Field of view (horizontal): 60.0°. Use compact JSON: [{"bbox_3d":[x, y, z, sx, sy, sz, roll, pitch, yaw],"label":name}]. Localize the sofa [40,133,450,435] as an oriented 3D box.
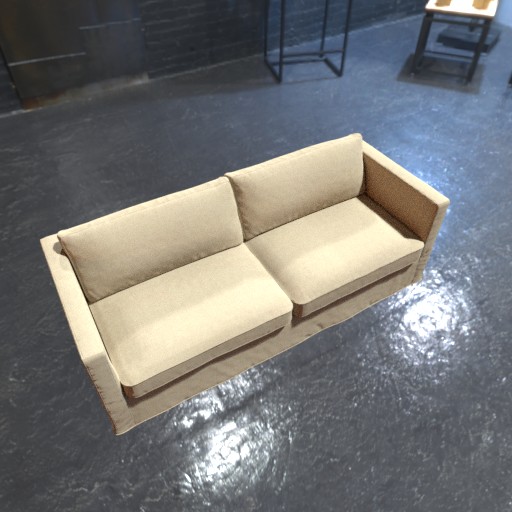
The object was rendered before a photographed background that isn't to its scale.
[{"bbox_3d":[0.000,0.000,2.807,2.312,0.853,0.962,-22,49,-21],"label":"sofa"}]
